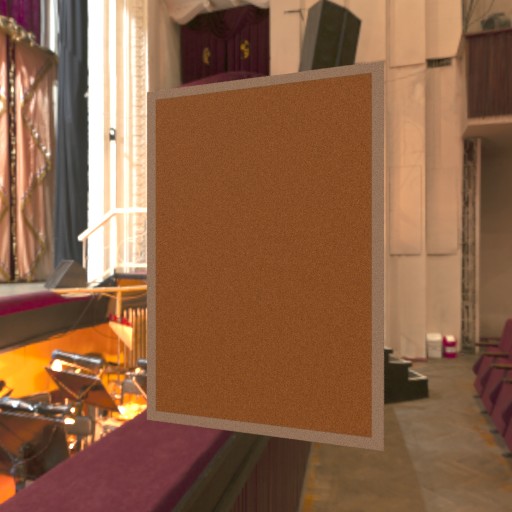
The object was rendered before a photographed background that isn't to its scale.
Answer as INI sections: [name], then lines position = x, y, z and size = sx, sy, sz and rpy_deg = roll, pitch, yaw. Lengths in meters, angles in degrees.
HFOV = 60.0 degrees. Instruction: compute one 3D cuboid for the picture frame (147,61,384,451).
[picture frame]
position = 0.000, 0.000, 0.824
size = 0.457, 0.657, 0.013
rpy_deg = 0, 0, 18
